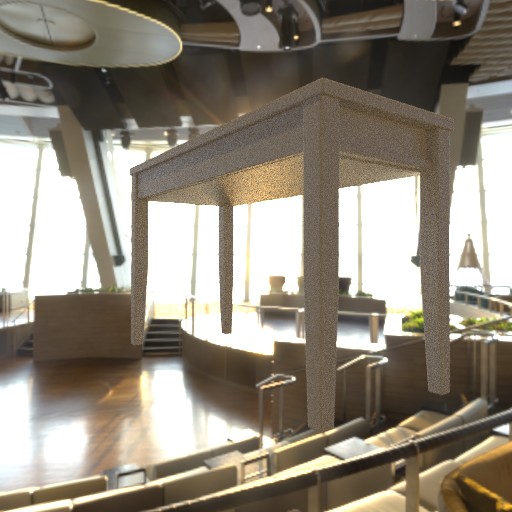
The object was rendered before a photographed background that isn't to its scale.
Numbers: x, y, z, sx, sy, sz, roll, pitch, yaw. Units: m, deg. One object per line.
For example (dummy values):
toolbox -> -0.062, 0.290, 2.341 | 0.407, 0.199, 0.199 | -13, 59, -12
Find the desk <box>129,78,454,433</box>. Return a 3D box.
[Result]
desk -> 0.000, 0.000, 1.601 | 0.508, 0.775, 1.220 | 0, 0, -35
